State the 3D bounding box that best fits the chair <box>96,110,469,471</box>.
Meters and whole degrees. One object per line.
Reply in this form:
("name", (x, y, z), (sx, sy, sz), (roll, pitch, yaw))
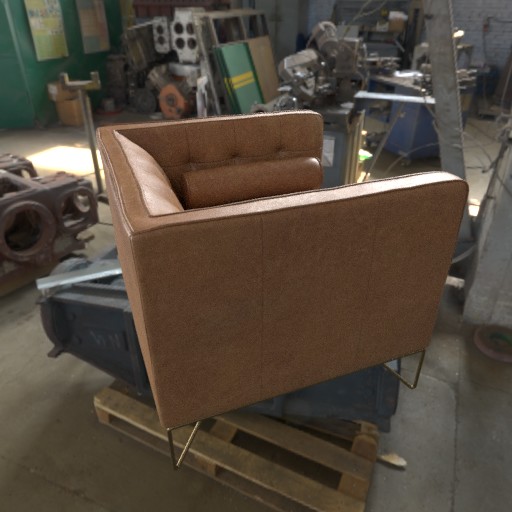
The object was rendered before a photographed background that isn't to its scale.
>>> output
("chair", (0.000, 0.000, 1.585), (0.912, 0.797, 0.920), (-11, 33, -18))
